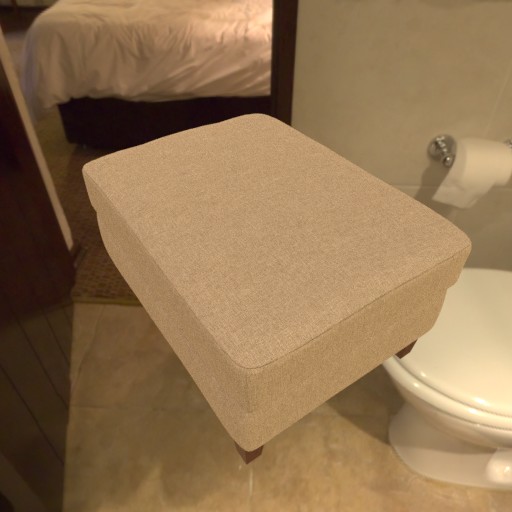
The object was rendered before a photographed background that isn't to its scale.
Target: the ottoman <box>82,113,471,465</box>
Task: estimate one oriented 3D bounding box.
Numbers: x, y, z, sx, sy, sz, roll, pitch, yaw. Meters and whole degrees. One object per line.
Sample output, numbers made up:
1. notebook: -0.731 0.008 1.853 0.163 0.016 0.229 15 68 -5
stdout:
1. ottoman: 0.000 0.000 1.303 0.677 0.519 0.898 -25 47 -25
